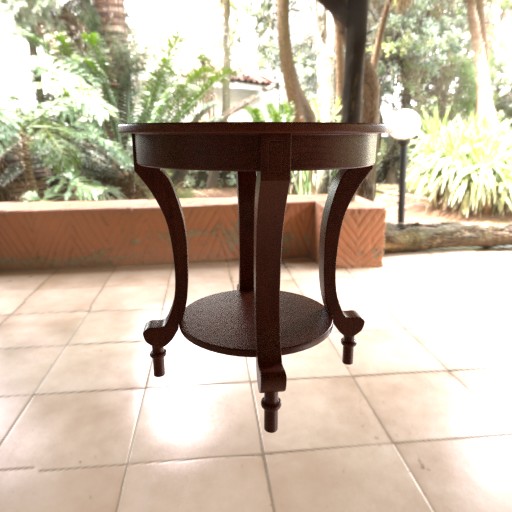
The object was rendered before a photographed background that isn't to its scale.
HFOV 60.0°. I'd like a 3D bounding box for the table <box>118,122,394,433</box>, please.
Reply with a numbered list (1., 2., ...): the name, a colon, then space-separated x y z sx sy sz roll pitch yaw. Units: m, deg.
1. table: 0.000 0.000 1.081 0.597 0.612 0.597 0 15 0
